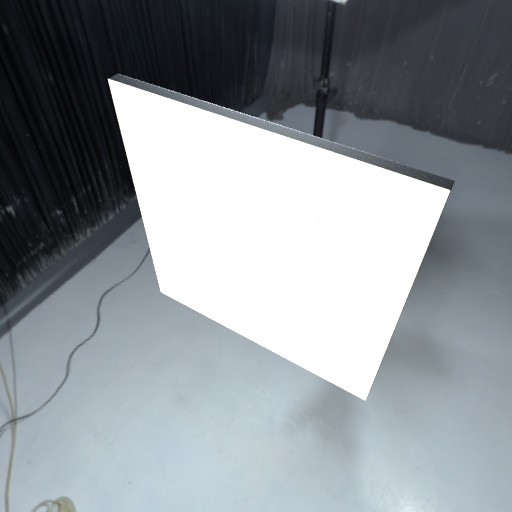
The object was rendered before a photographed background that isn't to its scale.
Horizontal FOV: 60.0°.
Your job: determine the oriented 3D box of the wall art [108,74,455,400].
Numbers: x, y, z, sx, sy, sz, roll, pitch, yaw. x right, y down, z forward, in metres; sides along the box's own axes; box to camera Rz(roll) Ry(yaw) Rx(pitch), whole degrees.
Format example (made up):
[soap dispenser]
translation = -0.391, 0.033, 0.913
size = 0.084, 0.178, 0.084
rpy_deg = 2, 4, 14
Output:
[wall art]
translation = 0.000, 0.000, 1.163
size = 0.773, 0.775, 0.031
rpy_deg = 24, 51, 21
